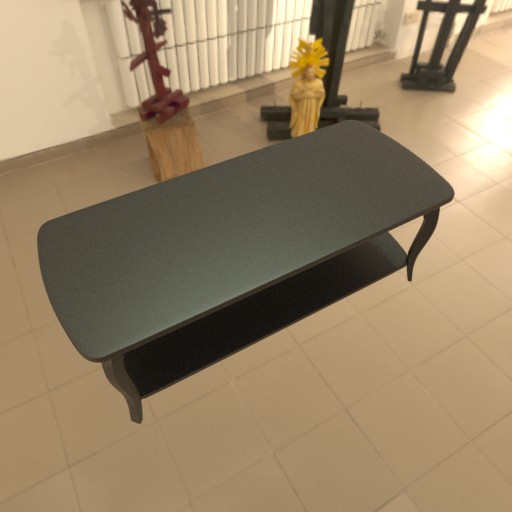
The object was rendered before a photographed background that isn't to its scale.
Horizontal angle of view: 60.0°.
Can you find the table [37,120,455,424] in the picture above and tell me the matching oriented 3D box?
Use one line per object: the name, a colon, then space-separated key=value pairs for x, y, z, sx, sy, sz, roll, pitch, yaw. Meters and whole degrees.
table: x=0.000 y=0.000 z=1.606 sx=1.333 sy=0.457 sz=0.571 roll=-23 pitch=51 yaw=-20
